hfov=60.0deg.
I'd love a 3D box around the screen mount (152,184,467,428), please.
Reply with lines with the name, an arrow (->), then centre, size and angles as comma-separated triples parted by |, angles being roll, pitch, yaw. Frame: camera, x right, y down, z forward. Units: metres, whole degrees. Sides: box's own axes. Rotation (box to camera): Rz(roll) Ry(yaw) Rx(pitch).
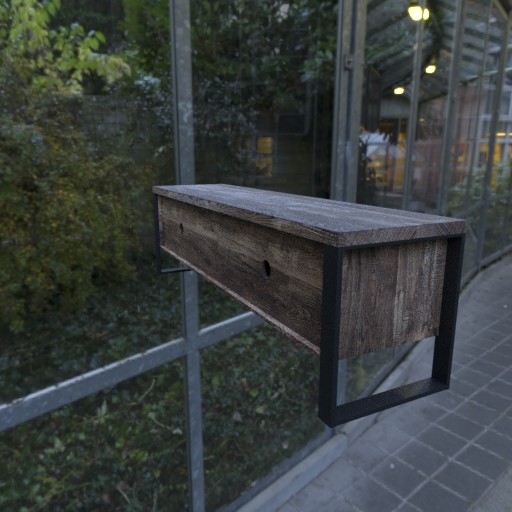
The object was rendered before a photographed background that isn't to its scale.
screen mount -> 0.000, 0.000, 1.702 | 0.395, 0.450, 1.524 | -6, 14, -26
